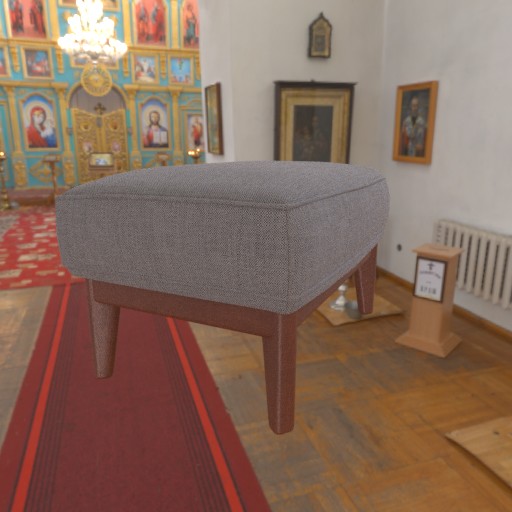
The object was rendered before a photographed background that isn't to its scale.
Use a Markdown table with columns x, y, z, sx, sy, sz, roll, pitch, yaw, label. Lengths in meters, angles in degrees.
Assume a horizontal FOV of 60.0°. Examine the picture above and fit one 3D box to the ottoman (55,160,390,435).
| x | y | z | sx | sy | sz | roll | pitch | yaw | label |
| --- | --- | --- | --- | --- | --- | --- | --- | --- | --- |
| 0.000 | 0.000 | 1.111 | 0.555 | 0.458 | 0.750 | 7 | 15 | 26 | ottoman |
